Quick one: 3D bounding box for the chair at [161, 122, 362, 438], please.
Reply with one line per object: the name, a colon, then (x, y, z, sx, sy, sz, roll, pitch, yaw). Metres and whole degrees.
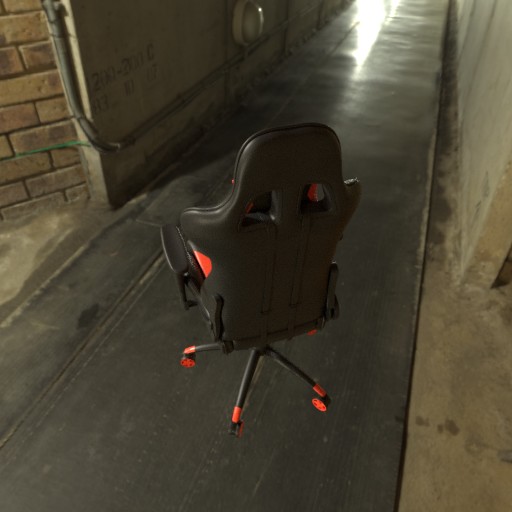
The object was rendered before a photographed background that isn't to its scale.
chair: (0.000, 0.000, 1.697, 0.695, 1.282, 0.730, -12, 42, -14)
